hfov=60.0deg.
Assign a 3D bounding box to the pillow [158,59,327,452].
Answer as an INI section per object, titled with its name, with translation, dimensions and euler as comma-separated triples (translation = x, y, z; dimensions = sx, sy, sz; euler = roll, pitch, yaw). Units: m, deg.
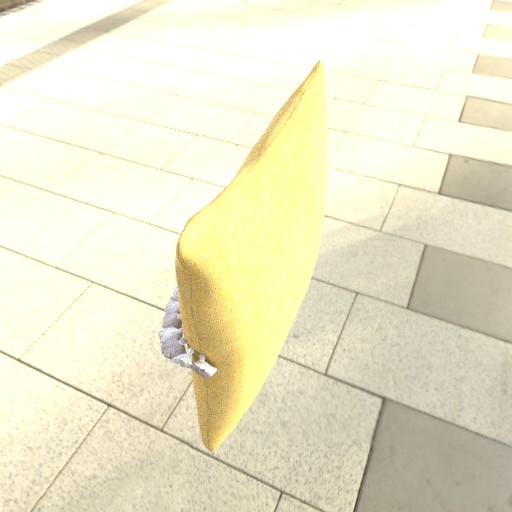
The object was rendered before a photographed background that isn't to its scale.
[pillow]
translation = 0.000, 0.000, 0.737
dimensions = 0.167, 0.481, 0.485
euler = 17, 47, 16
